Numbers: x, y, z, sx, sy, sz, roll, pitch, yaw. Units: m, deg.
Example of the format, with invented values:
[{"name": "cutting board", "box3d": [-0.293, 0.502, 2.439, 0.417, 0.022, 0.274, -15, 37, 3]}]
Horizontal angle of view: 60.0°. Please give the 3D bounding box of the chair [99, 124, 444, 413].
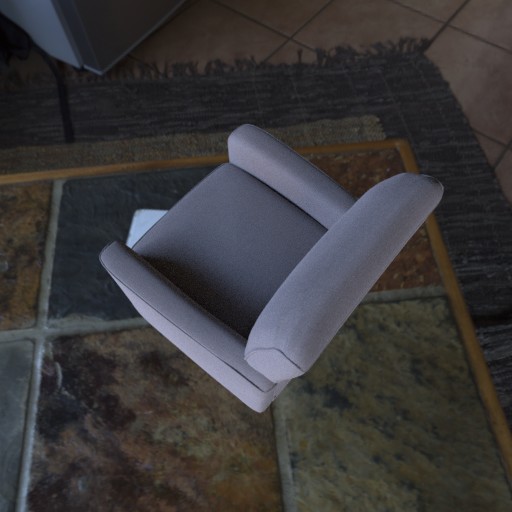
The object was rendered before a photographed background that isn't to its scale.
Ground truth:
[{"name": "chair", "box3d": [0.000, 0.000, 1.673, 0.859, 1.023, 0.845, 37, 69, 16]}]
